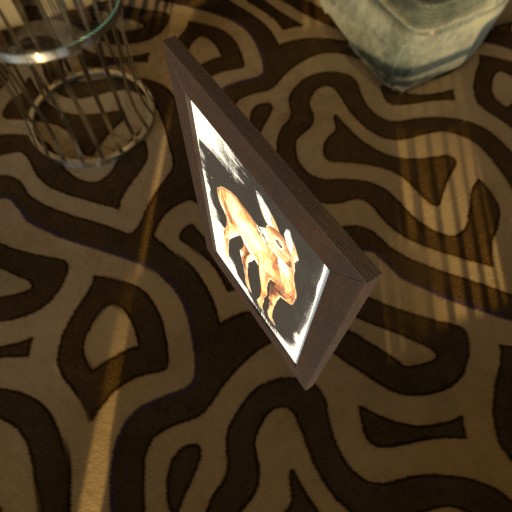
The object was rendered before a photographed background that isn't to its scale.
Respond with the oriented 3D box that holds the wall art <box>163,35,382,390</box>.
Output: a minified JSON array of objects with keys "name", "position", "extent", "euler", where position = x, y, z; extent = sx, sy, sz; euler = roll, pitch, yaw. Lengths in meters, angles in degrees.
[{"name":"wall art","position":[0.000,0.000,0.668],"extent":[0.017,0.513,0.359],"euler":[-31,67,-14]}]
